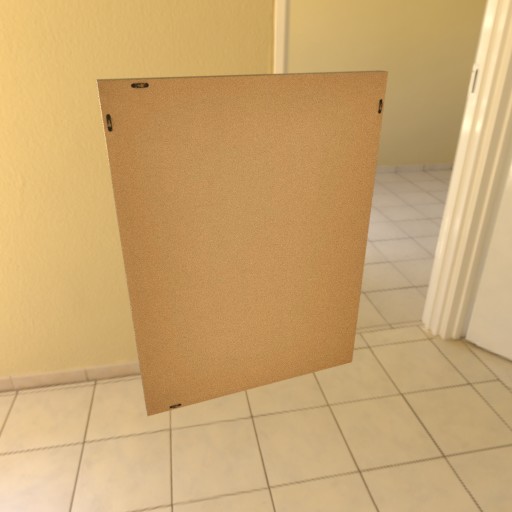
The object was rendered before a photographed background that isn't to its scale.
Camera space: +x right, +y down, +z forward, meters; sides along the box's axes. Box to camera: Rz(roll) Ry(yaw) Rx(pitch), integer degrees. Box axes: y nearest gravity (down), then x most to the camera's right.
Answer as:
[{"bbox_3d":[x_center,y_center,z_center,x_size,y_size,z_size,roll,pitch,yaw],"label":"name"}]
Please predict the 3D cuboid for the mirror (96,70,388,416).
[{"bbox_3d":[0.000,0.000,1.340,0.762,1.016,0.041,-9,28,-18],"label":"mirror"}]
